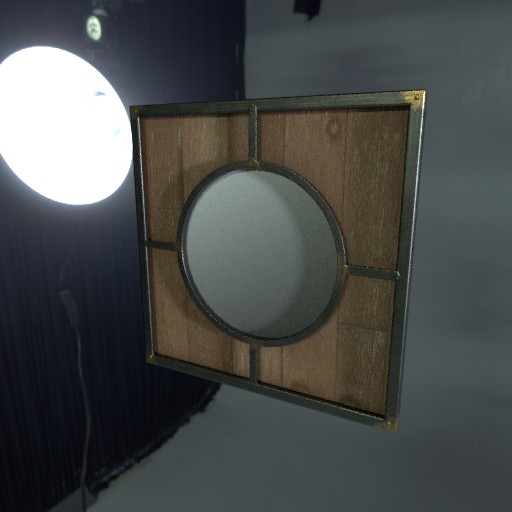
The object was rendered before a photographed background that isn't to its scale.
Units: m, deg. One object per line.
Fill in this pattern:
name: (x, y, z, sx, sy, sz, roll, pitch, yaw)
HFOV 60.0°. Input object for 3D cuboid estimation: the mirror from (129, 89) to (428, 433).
mirror: (0.000, 0.000, 0.569, 0.382, 0.381, 0.020, 7, 16, 27)
